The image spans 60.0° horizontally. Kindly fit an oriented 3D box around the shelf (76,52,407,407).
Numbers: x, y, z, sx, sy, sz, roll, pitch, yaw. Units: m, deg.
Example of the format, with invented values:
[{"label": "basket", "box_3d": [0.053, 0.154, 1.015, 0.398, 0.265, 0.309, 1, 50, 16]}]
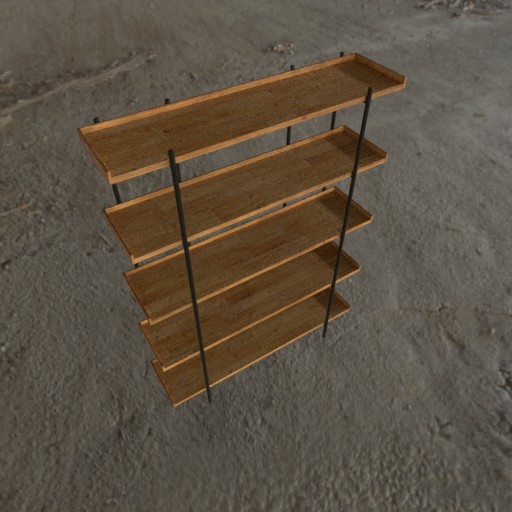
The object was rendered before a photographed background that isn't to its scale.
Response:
[{"label": "shelf", "box_3d": [0.000, 0.000, 2.449, 1.371, 1.826, 0.379, -24, 50, -22]}]
